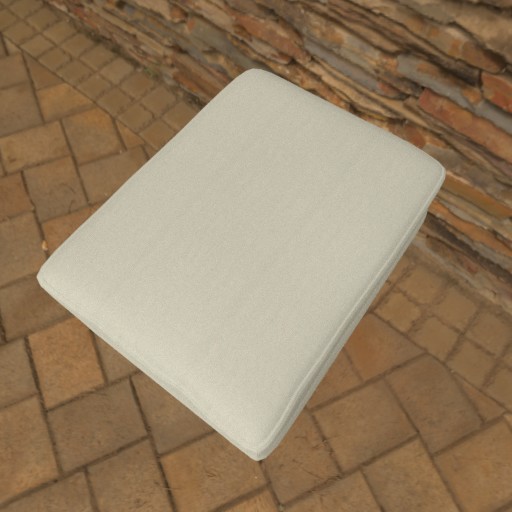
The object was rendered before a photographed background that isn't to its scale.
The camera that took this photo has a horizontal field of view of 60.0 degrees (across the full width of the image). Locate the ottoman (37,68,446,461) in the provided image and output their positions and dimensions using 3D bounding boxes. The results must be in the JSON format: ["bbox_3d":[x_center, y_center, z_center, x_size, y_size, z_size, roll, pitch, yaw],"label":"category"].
[{"bbox_3d":[0.000,0.000,1.190,0.634,0.496,0.818,33,68,15],"label":"ottoman"}]
